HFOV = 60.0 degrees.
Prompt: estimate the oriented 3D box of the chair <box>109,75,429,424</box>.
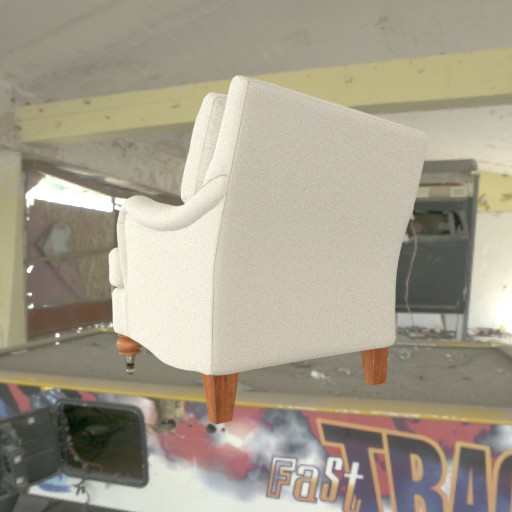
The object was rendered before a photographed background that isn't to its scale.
[{"bbox_3d":[0.000,0.000,1.846,0.955,1.038,1.070,1,-2,-37],"label":"chair"}]
